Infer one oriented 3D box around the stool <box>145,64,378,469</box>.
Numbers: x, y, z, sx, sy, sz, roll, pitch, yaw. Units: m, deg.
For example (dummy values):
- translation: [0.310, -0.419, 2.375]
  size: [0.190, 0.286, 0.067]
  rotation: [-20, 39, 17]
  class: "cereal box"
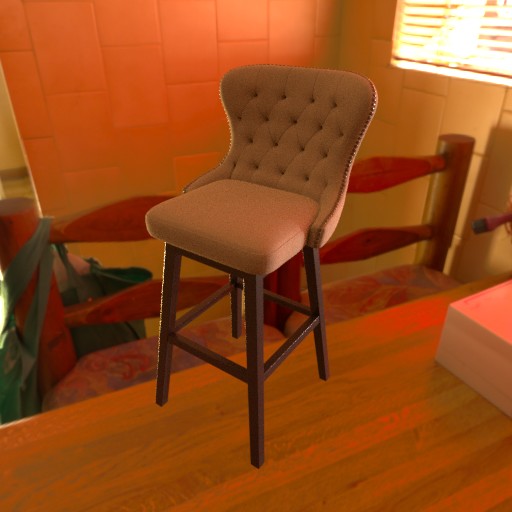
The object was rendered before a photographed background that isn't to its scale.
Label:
- translation: [0.000, 0.000, 1.411]
  size: [0.528, 1.066, 0.605]
  rotation: [19, 35, 30]
  class: "stool"
